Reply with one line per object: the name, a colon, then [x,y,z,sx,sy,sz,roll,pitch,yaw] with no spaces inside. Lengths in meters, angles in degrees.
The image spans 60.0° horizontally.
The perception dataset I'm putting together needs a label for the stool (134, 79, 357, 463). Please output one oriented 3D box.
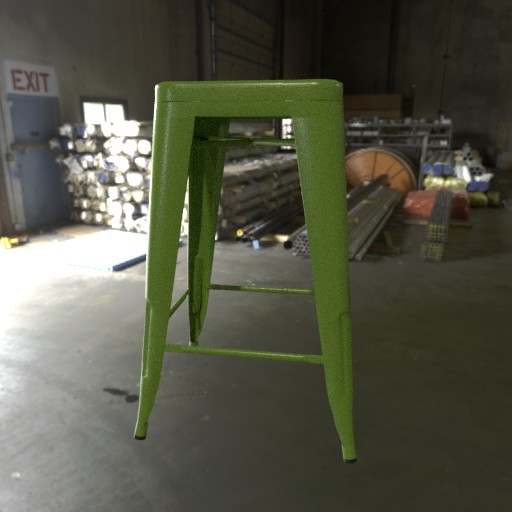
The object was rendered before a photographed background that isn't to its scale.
stool: [0.000,0.000,0.852,0.398,0.609,0.358,3,17,9]
